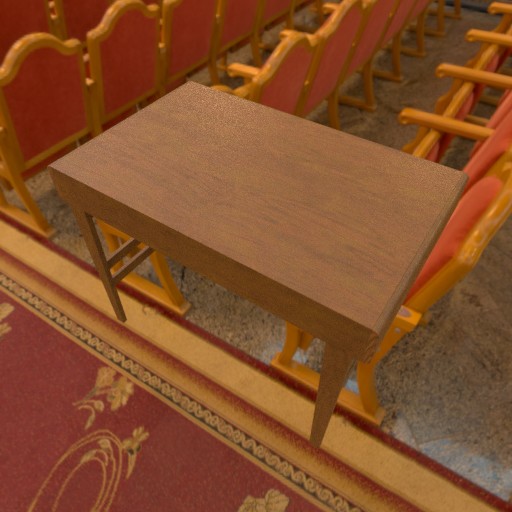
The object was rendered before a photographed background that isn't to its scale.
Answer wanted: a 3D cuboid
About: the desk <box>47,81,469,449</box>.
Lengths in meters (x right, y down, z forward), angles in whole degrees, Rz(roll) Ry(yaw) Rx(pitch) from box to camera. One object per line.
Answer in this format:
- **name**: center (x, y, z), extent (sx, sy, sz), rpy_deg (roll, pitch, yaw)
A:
- **desk**: center (0.000, 0.000, 1.582), extent (1.066, 0.754, 0.660), rpy_deg (26, 52, 22)
